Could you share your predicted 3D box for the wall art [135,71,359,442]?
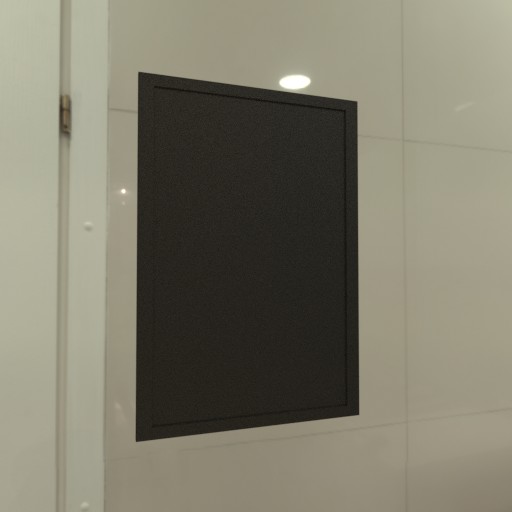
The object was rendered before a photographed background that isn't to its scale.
[{"bbox_3d":[0.000,0.000,0.868,0.451,0.661,0.012,0,-2,-19],"label":"wall art"}]
